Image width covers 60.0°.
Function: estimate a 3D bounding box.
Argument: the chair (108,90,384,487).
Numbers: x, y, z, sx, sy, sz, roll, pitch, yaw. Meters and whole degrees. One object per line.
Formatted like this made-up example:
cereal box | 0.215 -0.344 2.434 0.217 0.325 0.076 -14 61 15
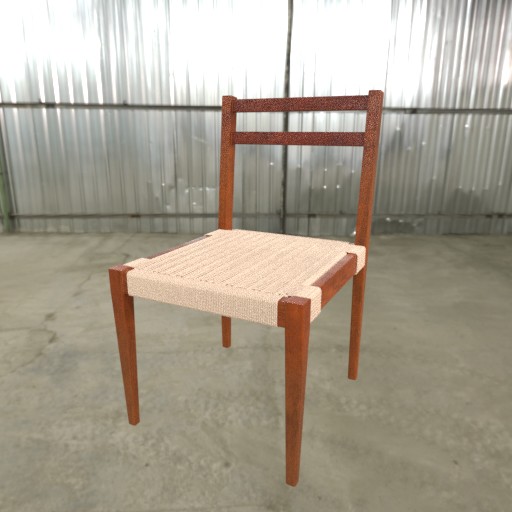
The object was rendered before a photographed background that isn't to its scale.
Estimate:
chair | 0.000 0.000 1.184 0.495 0.851 0.569 8 18 26
